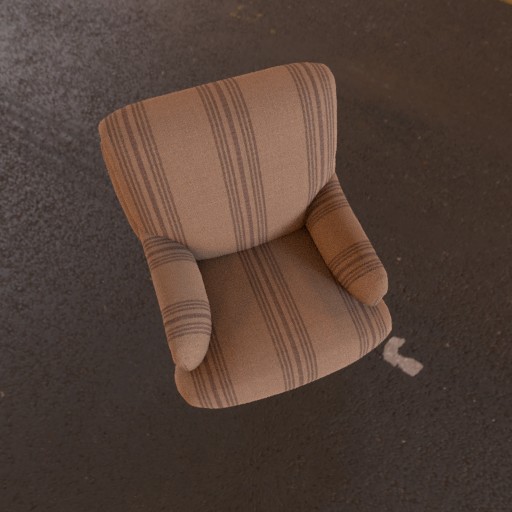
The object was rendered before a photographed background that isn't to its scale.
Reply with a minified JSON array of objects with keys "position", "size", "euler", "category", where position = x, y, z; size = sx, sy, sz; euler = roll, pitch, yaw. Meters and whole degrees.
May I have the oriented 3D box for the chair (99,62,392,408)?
[{"position":[0.000,0.000,1.601],"size":[0.813,0.940,0.914],"euler":[-18,66,-8],"category":"chair"}]
